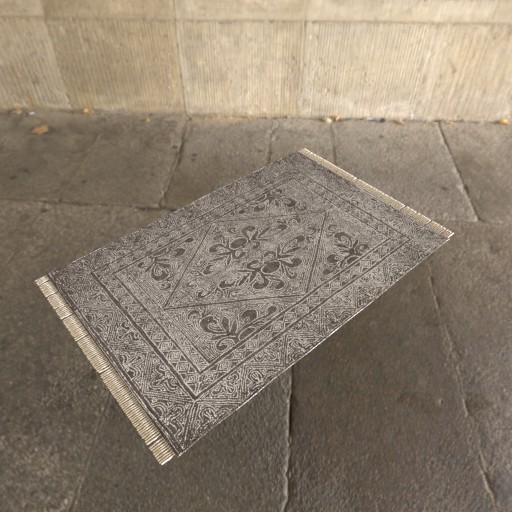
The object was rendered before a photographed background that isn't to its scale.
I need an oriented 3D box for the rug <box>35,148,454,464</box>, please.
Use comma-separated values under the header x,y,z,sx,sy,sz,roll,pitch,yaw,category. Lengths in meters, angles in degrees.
x,y,z,sx,sy,sz,roll,pitch,yaw,category
0.000,0.000,2.996,2.440,0.010,1.529,-31,53,-28,rug
